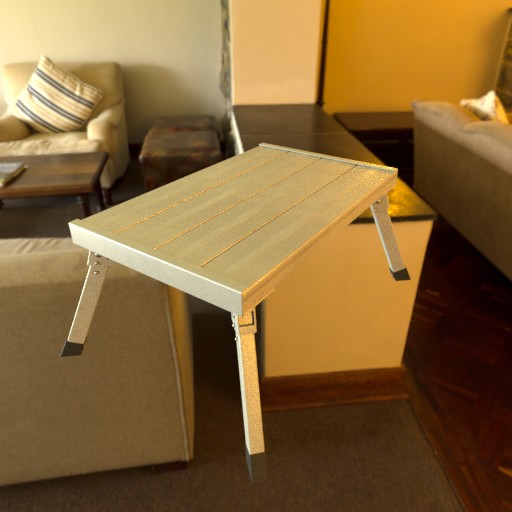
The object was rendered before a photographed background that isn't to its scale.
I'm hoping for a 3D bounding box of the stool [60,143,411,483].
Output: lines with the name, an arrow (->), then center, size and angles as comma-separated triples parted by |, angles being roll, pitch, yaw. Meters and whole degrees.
stool -> 0.000, 0.000, 0.727 | 0.385, 0.225, 0.535 | 19, 35, 30
